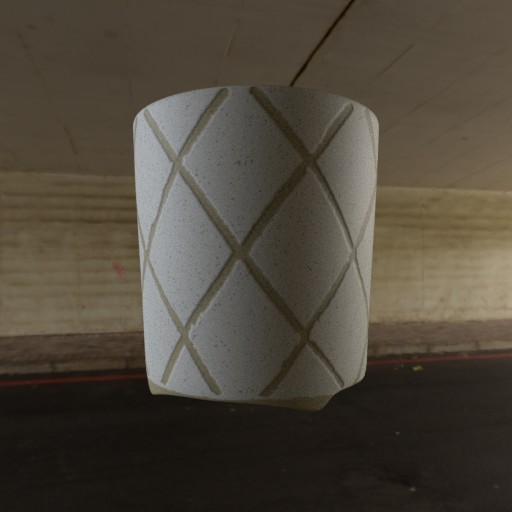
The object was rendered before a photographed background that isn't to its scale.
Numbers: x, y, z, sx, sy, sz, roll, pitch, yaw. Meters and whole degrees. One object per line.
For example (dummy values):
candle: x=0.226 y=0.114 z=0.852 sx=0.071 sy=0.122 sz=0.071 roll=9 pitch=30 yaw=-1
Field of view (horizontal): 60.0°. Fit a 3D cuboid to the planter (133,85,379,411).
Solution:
planter: x=0.000 y=0.000 z=0.355 sx=0.191 sy=0.199 sz=0.191 roll=0 pitch=-1 yaw=0
